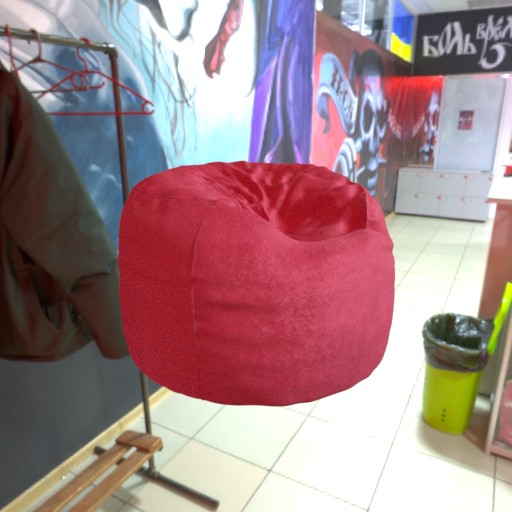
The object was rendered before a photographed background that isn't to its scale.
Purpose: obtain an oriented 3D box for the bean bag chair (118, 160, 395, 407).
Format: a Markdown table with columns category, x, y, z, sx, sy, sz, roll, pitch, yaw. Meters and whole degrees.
| category | x | y | z | sx | sy | sz | roll | pitch | yaw |
| --- | --- | --- | --- | --- | --- | --- | --- | --- | --- |
| bean bag chair | 0.000 | 0.000 | 2.008 | 1.218 | 0.788 | 1.218 | 0 | 17 | 0 |
